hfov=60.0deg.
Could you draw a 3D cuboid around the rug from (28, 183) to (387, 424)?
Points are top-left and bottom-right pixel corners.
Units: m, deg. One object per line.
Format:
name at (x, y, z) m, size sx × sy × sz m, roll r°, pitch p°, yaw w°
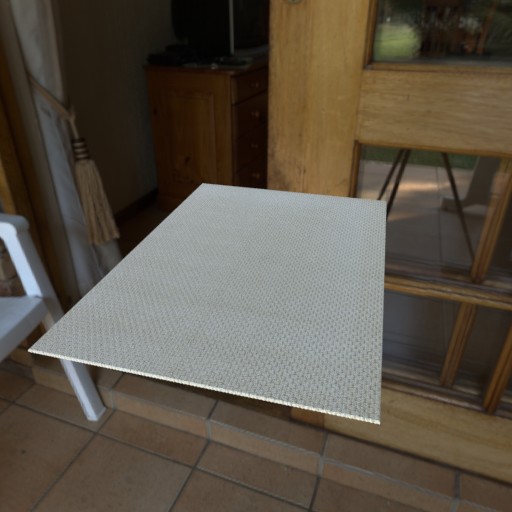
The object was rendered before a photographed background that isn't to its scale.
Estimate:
rug at (0.000, 0.000, 2.686) m, size 1.509 × 0.013 × 2.144 m, roll 8°, pitch 31°, yaw 13°
